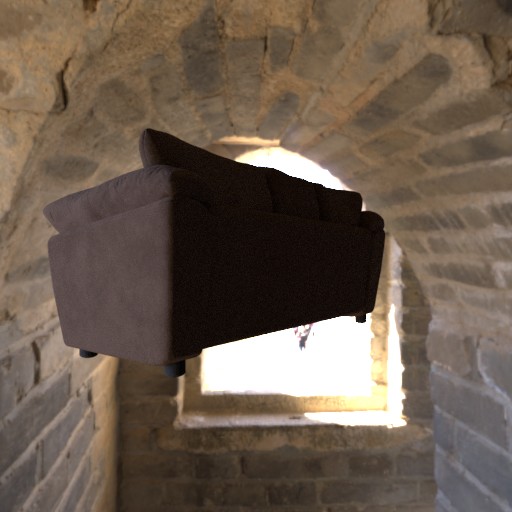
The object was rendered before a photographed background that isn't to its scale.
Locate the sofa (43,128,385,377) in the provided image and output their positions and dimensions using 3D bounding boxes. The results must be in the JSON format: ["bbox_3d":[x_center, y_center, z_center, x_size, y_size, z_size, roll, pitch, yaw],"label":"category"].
[{"bbox_3d":[0.000,0.000,2.784,0.878,1.015,2.336,0,-1,36],"label":"sofa"}]
